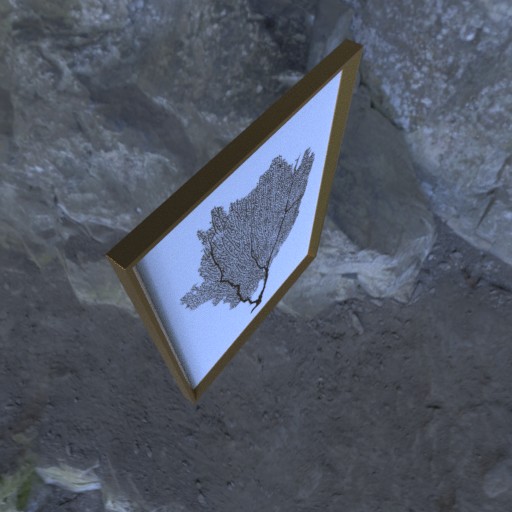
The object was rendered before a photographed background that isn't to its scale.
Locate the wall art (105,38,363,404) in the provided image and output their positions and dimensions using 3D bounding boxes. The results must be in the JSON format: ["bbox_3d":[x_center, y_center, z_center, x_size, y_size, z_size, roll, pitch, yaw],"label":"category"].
[{"bbox_3d":[0.000,0.000,1.037,0.038,0.762,0.610,34,64,19],"label":"wall art"}]
